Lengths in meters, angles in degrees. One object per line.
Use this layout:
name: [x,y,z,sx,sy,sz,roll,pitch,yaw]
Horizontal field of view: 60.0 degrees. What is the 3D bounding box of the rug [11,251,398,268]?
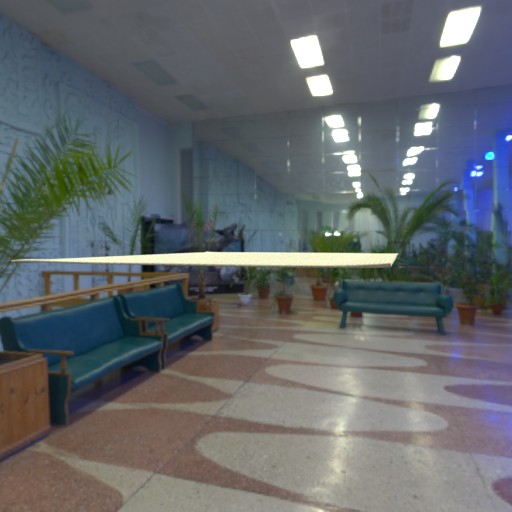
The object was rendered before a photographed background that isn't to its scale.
rug: [0.000,0.000,3.777,2.277,0.035,2.897,1,2,18]
